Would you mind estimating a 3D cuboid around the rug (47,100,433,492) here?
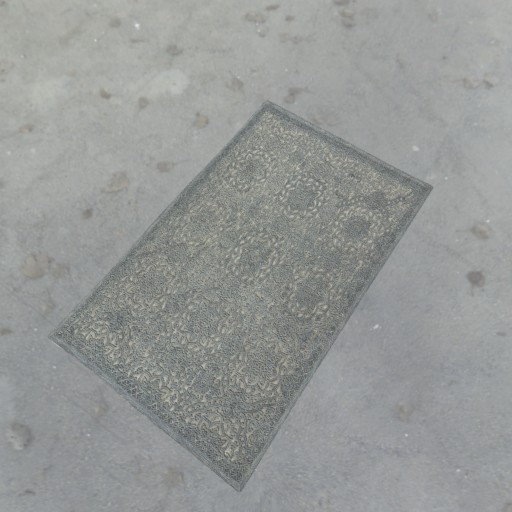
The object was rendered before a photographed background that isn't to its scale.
[{"bbox_3d":[0.000,0.000,3.092,1.535,0.022,2.498,32,68,14],"label":"rug"}]
